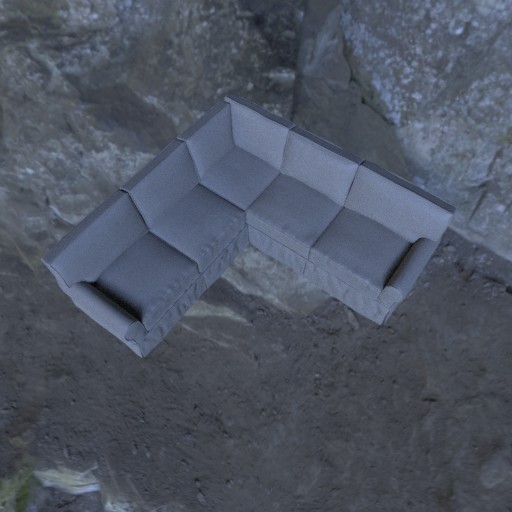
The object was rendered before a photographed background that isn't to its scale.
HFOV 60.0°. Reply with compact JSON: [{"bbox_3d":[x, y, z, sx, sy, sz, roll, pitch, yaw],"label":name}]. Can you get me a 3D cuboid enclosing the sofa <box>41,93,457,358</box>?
[{"bbox_3d":[0.000,0.000,4.122,2.623,1.081,2.618,32,64,18],"label":"sofa"}]
